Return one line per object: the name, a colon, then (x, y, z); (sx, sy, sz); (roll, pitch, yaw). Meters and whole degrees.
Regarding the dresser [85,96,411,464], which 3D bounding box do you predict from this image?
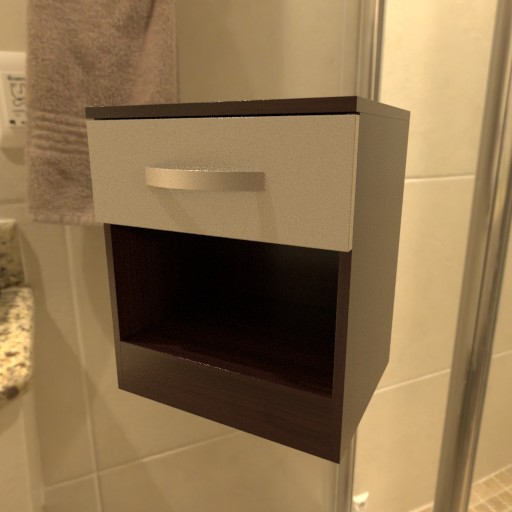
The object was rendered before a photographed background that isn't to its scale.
dresser: (0.000, 0.000, 0.745); (0.400, 0.470, 0.360); (8, 17, 27)
